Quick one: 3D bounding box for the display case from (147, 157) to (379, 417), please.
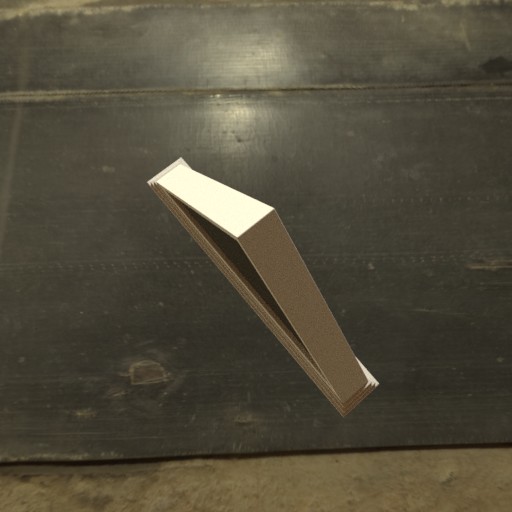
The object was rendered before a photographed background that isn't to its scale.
[{"bbox_3d":[0.000,0.000,0.767,0.095,0.340,0.640,-39,78,-10],"label":"display case"}]
